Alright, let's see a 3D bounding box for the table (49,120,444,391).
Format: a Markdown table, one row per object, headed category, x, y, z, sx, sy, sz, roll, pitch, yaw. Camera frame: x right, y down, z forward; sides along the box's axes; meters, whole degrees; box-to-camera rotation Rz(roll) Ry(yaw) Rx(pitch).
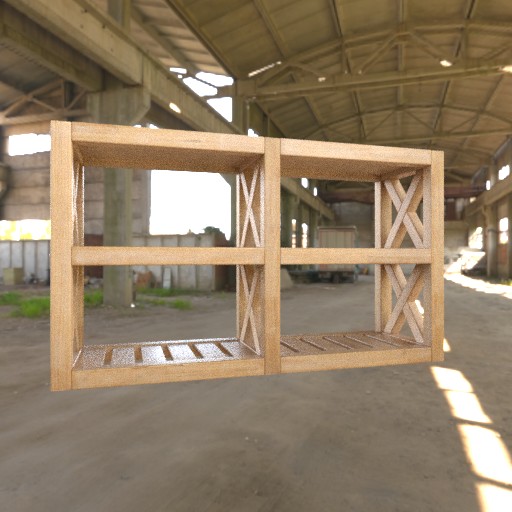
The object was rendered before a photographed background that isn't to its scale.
| category | x | y | z | sx | sy | sz | roll | pitch | yaw |
| --- | --- | --- | --- | --- | --- | --- | --- | --- | --- |
| table | 0.000 | 0.000 | 1.605 | 1.320 | 0.762 | 0.381 | 0 | 0 | -16 |
